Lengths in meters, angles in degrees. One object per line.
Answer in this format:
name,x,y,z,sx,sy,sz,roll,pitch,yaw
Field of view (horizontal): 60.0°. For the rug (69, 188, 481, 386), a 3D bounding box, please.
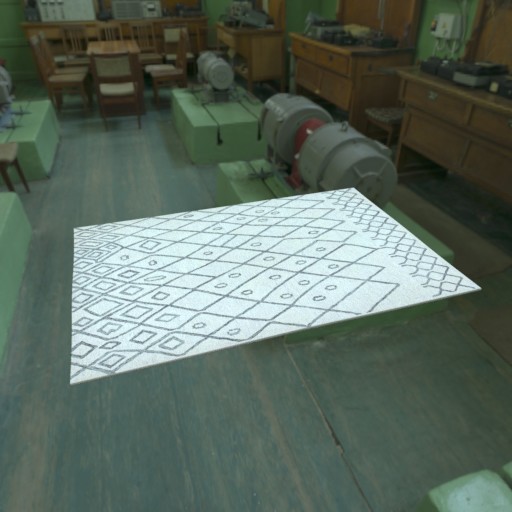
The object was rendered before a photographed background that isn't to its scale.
rug,0.000,0.000,2.328,1.828,0.015,1.222,-10,34,-15
